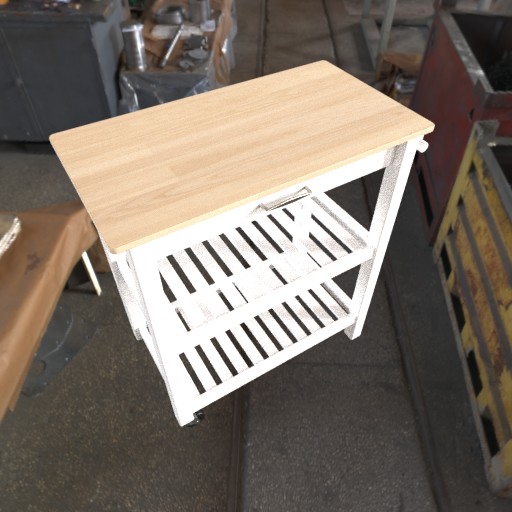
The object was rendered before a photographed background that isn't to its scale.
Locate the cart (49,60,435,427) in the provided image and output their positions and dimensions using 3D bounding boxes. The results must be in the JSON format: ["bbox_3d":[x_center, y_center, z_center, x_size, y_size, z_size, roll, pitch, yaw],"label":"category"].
[{"bbox_3d":[0.000,0.000,1.432,0.899,0.927,0.457,-24,51,-21],"label":"cart"}]
